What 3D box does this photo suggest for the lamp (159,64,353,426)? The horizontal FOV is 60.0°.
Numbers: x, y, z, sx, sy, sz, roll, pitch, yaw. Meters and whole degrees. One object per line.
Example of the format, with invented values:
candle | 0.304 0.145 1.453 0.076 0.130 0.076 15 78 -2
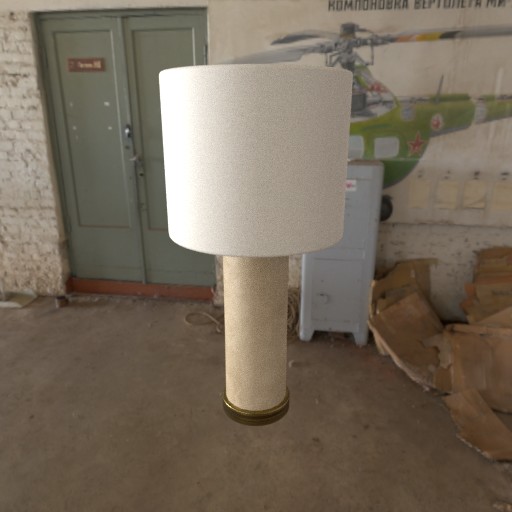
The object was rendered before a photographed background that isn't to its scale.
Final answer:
lamp | 0.000 0.000 0.805 0.305 0.634 0.305 17 25 42
